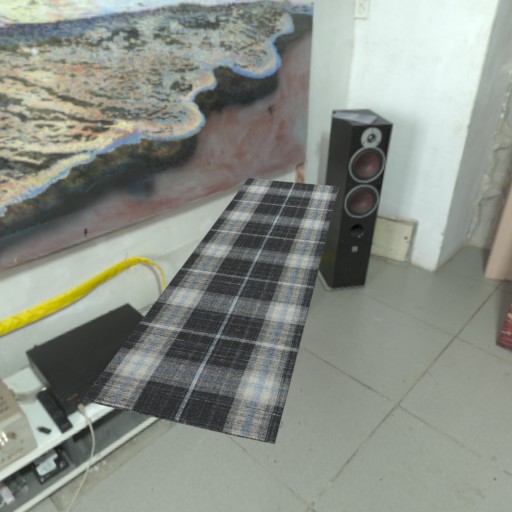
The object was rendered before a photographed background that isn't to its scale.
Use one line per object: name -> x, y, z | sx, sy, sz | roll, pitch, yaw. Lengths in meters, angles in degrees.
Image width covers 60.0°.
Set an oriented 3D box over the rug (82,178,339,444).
rug -> 0.000, 0.000, 2.625 | 0.760, 0.012, 2.434 | 7, 32, 12
